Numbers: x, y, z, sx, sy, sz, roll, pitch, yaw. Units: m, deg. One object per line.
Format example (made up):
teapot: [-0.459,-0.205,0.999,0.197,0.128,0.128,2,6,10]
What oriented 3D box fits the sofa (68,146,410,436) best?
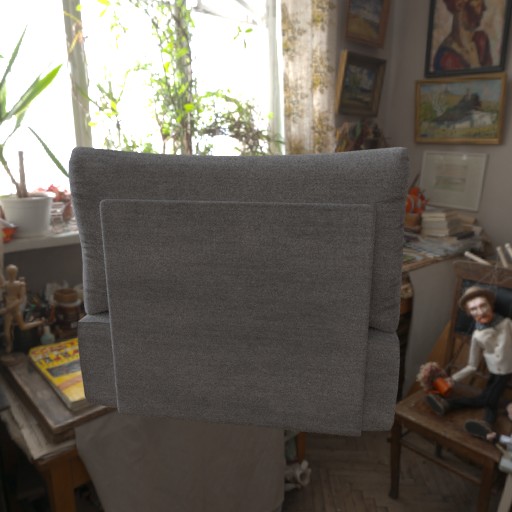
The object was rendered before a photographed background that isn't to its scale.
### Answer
sofa: [0.000,0.000,1.689,0.930,0.820,1.000,2,15,8]
